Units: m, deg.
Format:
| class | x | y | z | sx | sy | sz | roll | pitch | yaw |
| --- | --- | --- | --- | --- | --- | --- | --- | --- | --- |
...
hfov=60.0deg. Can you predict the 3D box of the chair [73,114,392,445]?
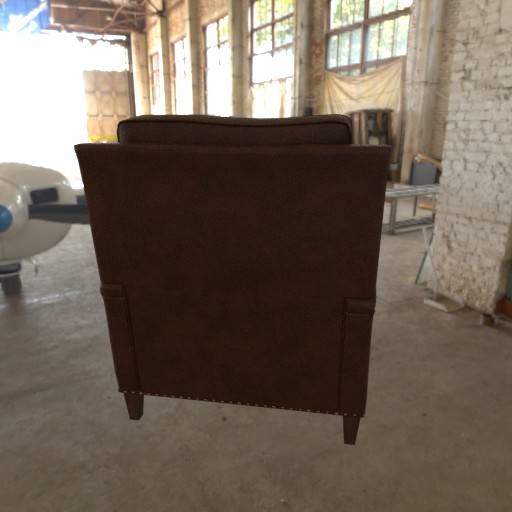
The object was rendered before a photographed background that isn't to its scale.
| class | x | y | z | sx | sy | sz | roll | pitch | yaw |
| --- | --- | --- | --- | --- | --- | --- | --- | --- | --- |
| chair | 0.000 | 0.000 | 1.753 | 0.854 | 1.054 | 1.035 | 3 | 17 | 9 |
